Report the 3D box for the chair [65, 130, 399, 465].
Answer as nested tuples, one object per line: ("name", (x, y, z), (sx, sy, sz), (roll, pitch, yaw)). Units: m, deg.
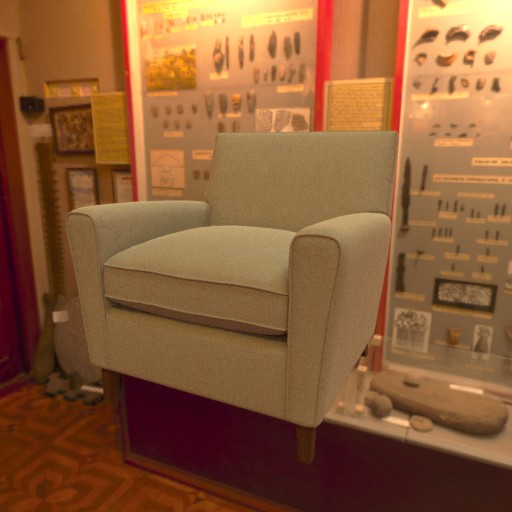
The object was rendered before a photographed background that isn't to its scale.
("chair", (0.000, 0.000, 1.535), (0.840, 0.846, 0.871), (7, 16, 25))
